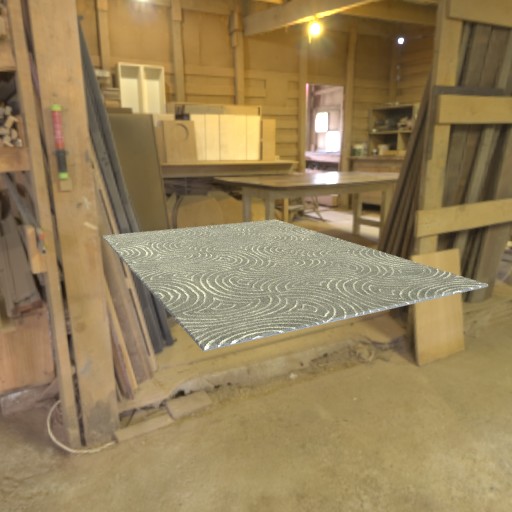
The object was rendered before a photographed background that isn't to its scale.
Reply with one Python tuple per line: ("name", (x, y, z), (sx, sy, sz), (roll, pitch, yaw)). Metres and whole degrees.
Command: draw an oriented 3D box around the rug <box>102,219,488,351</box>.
("rug", (0.000, 0.000, 2.826), (1.543, 0.015, 2.144), (-8, 16, -27))
